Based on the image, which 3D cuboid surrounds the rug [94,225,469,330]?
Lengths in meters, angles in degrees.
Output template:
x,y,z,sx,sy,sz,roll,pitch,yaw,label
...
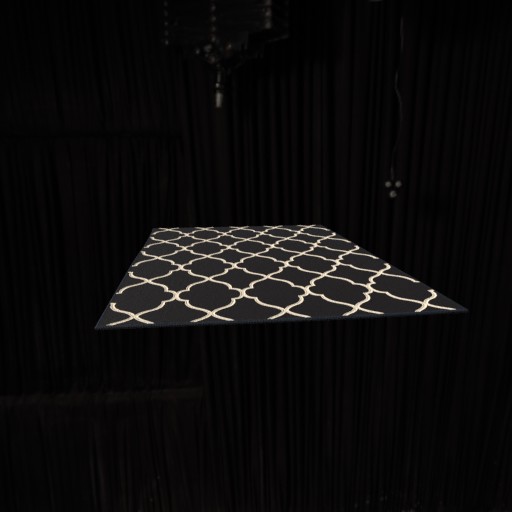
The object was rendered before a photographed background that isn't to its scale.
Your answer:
x,y,z,sx,sy,sz,roll,pitch,yaw,label
0.000,0.000,2.863,1.528,0.014,2.294,-2,13,-7,rug
